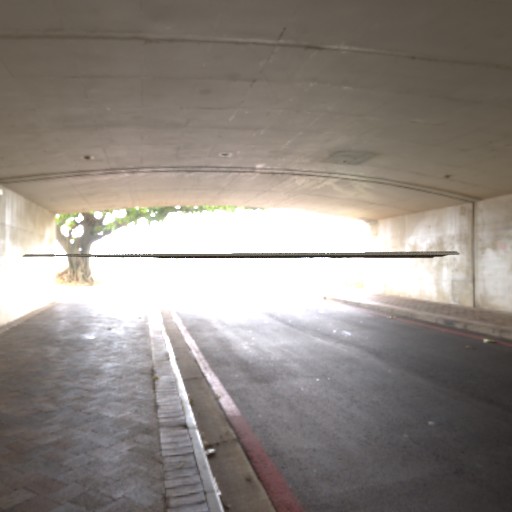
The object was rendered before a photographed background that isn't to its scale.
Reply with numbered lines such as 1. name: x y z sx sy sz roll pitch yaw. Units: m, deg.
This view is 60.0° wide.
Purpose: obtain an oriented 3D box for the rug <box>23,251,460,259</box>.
1. rug: 0.000 0.000 3.727 2.901 0.026 2.043 0 -1 18
